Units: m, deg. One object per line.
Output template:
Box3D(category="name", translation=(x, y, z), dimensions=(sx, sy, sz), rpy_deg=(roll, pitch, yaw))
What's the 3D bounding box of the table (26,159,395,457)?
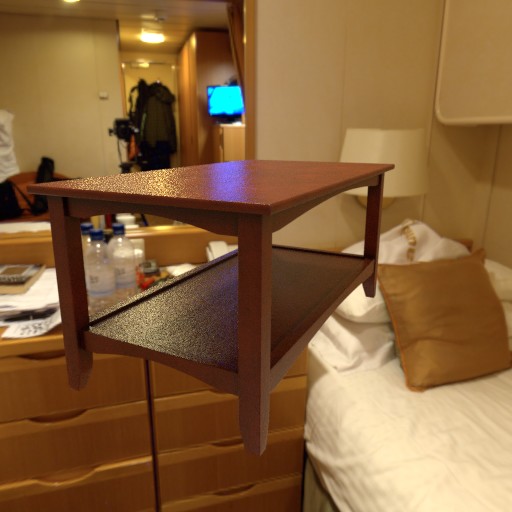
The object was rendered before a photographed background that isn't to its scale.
Box3D(category="table", translation=(0.000, 0.000, 1.217), dimensions=(0.533, 0.456, 0.943), rpy_deg=(8, 18, 26))
